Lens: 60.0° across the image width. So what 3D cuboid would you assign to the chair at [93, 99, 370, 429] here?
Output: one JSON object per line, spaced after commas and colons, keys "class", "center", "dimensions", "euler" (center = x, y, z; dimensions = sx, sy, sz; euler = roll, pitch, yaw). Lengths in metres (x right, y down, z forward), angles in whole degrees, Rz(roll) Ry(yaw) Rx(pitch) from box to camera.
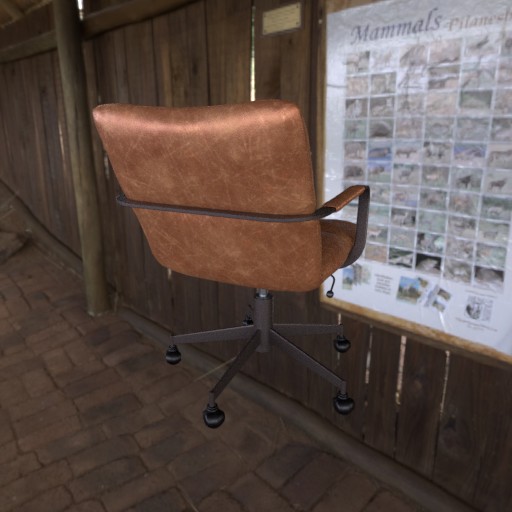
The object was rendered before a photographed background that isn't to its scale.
{"class": "chair", "center": [0.000, 0.000, 1.438], "dimensions": [0.727, 0.922, 0.754], "euler": [8, 19, 26]}
